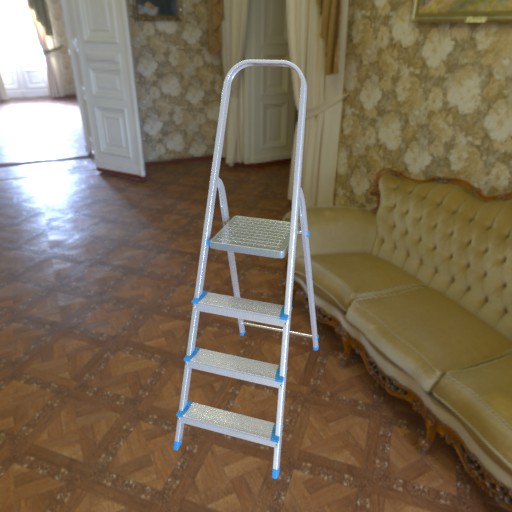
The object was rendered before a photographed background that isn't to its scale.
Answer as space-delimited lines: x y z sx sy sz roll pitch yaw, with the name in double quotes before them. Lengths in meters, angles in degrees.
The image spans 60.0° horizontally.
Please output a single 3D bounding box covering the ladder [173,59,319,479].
"ladder" 0.000 0.000 1.783 0.445 1.434 0.842 8 28 16
